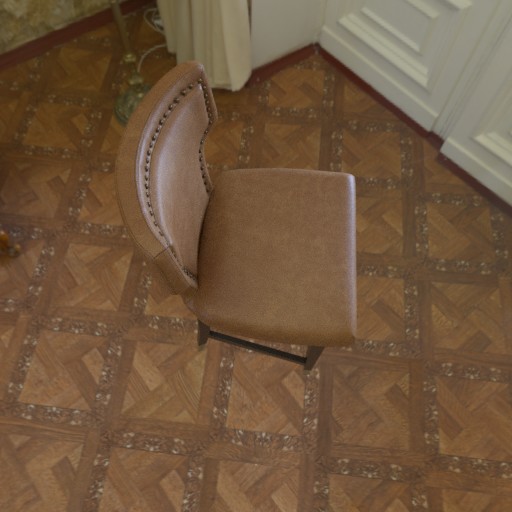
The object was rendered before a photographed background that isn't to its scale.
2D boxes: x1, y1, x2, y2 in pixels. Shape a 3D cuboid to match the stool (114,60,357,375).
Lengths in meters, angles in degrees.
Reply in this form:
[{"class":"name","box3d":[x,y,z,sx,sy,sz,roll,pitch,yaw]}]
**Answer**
[{"class":"stool","box3d":[0.000,0.000,1.321,0.563,0.982,0.526,5,65,2]}]
